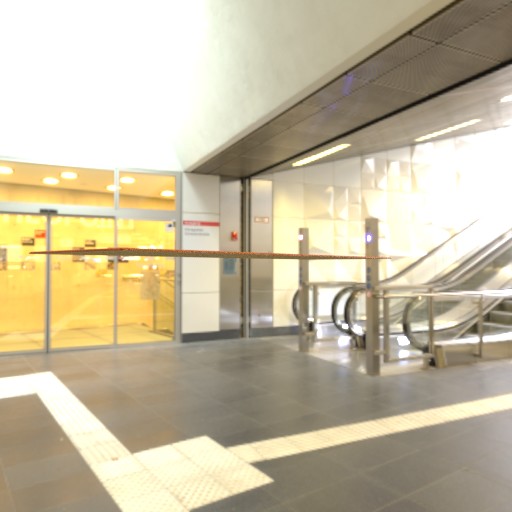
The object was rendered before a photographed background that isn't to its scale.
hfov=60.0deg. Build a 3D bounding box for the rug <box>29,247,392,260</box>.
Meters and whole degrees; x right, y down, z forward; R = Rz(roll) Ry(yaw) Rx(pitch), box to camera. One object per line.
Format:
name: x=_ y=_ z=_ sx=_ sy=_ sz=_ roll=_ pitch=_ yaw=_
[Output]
rug: x=0.000 y=0.000 z=2.759 sx=0.914 sy=0.013 sz=2.471 roll=-1 pitch=-2 yaw=35
